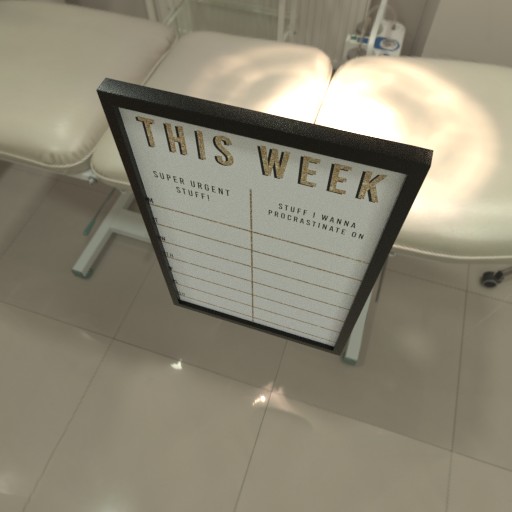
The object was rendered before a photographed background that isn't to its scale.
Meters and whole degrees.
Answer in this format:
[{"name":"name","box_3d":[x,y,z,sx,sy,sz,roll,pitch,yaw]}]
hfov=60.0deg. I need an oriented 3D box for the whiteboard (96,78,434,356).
[{"name":"whiteboard","box_3d":[0.000,0.000,0.777,0.406,0.611,0.026,16,59,9]}]
